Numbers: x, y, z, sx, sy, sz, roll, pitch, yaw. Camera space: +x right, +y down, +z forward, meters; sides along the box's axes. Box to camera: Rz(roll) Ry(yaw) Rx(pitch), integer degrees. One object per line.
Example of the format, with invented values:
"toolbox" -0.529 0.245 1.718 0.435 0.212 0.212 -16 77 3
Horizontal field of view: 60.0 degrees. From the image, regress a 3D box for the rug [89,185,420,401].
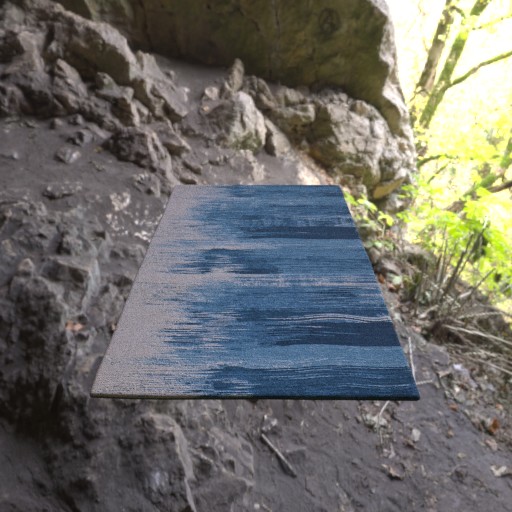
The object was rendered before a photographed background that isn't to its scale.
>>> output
"rug" 0.000 0.000 3.048 1.540 0.027 2.450 0 32 0
